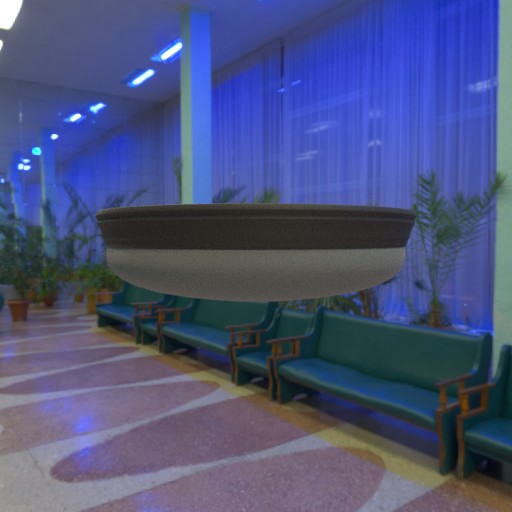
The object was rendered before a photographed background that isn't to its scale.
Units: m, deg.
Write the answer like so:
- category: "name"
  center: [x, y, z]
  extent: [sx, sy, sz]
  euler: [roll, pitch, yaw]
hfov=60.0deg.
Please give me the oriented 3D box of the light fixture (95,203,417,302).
- category: "light fixture"
  center: [0.000, 0.000, 0.542]
  extent: [0.368, 0.100, 0.368]
  euler: [0, 2, 0]
